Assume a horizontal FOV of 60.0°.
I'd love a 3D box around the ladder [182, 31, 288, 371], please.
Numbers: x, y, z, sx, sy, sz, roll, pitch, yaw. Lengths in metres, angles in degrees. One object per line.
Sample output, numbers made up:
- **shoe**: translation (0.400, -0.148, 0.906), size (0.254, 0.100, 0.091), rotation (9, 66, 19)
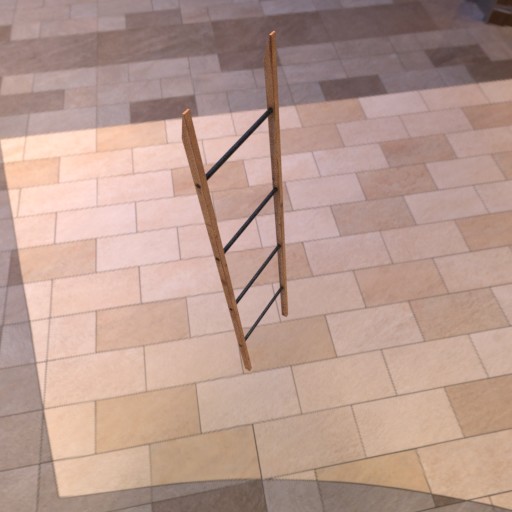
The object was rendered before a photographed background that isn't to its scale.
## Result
- **ladder**: translation (0.000, 0.000, 1.964), size (0.200, 1.805, 0.442), rotation (29, 62, 17)
